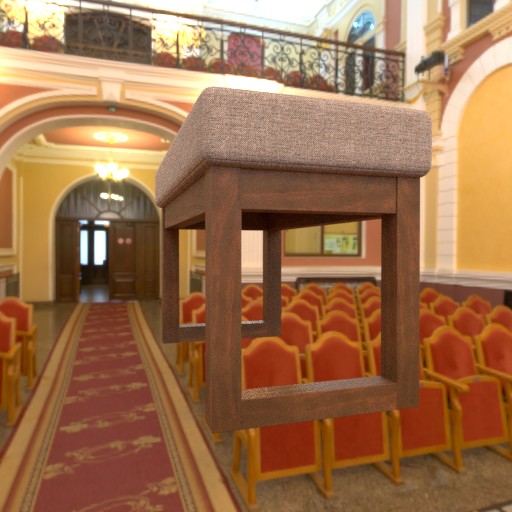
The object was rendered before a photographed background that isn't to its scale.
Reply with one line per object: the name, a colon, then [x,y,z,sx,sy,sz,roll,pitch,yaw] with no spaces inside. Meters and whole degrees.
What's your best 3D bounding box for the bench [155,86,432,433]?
bench: [0.000,0.000,0.948,0.366,0.467,0.681,0,1,-18]
